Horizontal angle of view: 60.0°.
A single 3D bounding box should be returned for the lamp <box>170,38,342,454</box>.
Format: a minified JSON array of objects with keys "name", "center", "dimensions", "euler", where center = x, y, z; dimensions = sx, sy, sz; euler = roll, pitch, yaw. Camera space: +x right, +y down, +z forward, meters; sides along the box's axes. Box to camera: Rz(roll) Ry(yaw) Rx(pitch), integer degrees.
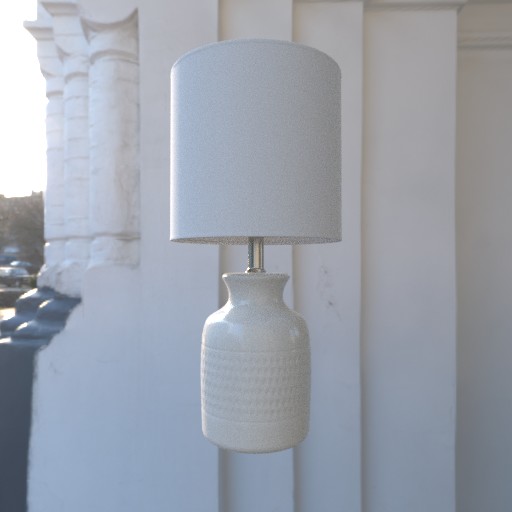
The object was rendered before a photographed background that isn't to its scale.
[{"name":"lamp","center":[0.000,0.000,0.492],"dimensions":[0.188,0.392,0.188],"euler":[0,-1,18]}]
